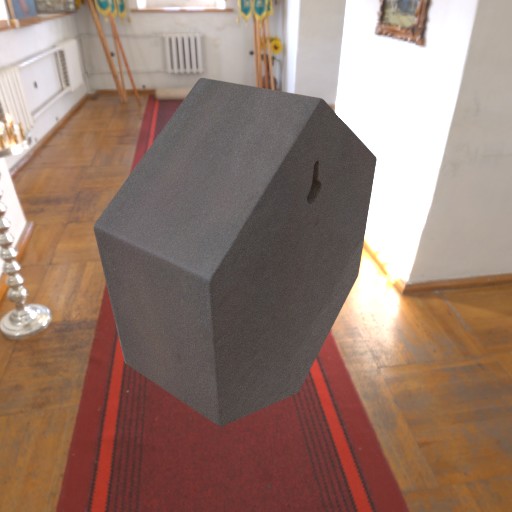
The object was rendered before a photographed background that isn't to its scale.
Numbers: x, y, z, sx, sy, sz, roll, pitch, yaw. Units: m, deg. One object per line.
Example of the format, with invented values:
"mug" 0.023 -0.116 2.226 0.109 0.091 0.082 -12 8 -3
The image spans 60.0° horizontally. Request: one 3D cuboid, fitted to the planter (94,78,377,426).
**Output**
"planter" 0.000 0.000 0.283 0.077 0.206 0.169 22 39 29
